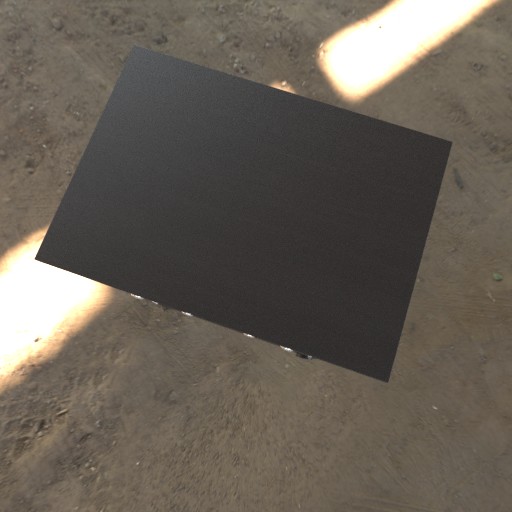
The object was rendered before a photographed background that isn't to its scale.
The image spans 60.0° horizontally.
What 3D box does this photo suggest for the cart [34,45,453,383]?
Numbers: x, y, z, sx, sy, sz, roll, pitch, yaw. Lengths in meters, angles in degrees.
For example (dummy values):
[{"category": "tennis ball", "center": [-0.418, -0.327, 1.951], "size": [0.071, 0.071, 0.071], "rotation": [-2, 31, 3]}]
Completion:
[{"category": "cart", "center": [0.000, 0.000, 1.221], "size": [0.660, 0.879, 0.456], "rotation": [19, 78, 4]}]
